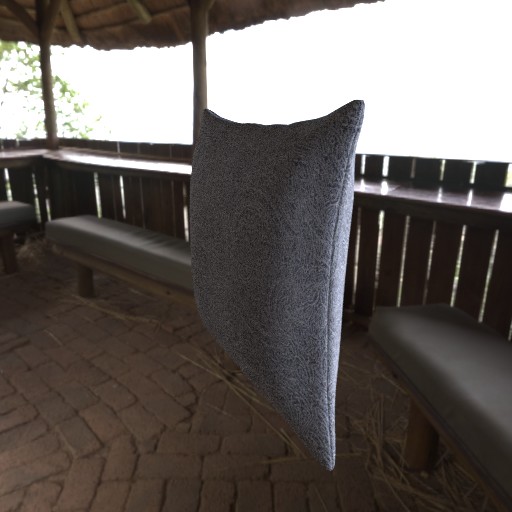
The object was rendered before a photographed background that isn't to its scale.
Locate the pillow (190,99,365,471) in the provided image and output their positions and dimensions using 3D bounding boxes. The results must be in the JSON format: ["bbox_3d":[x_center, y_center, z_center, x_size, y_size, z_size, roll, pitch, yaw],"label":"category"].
[{"bbox_3d":[0.000,0.000,0.791,0.166,0.510,0.523,-8,19,-25],"label":"pillow"}]
